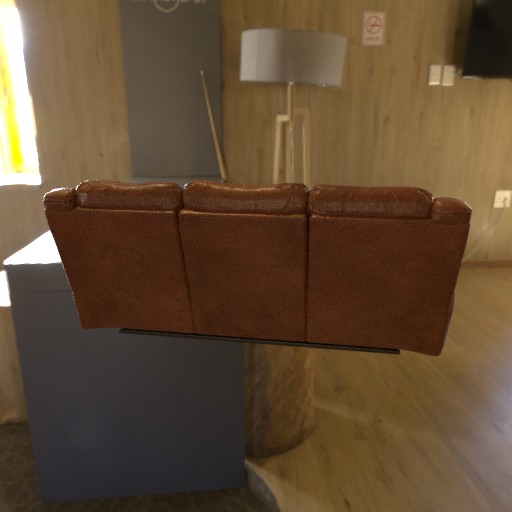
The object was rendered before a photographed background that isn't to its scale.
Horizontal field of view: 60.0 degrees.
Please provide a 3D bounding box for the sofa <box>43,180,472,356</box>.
[{"bbox_3d":[0.000,0.000,2.814,2.337,1.043,0.991,3,17,9],"label":"sofa"}]
